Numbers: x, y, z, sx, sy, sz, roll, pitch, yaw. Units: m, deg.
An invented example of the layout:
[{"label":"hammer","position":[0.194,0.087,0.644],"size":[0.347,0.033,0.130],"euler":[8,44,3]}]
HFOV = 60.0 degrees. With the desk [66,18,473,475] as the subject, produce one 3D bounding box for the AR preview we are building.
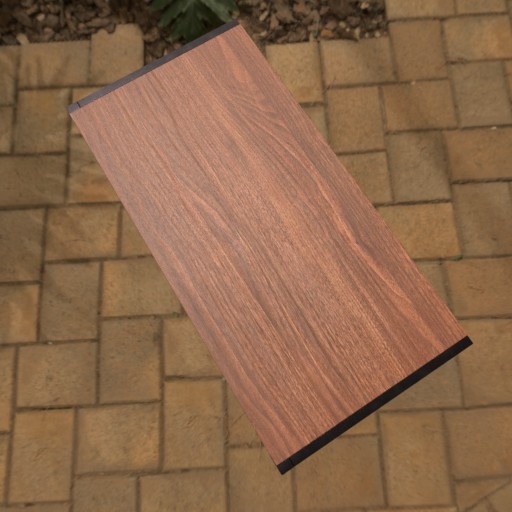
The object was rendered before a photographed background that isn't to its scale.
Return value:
[{"label":"desk","position":[0.000,0.000,1.422],"size":[0.508,0.762,1.016],"euler":[-31,78,-7]}]
